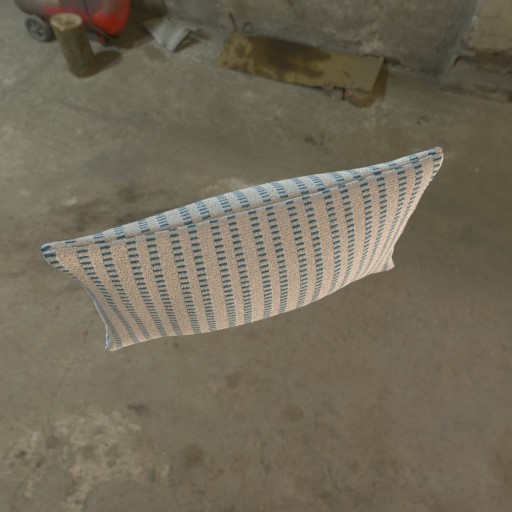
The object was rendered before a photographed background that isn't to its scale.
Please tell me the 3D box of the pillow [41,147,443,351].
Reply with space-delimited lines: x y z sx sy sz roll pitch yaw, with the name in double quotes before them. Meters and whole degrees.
"pillow" 0.000 0.000 0.808 0.640 0.353 0.210 -15 58 -10
